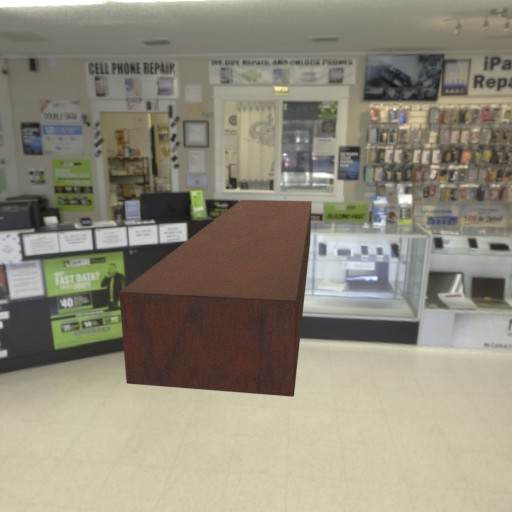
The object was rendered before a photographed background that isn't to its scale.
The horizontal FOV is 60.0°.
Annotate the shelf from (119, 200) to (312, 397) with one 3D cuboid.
[{"bbox_3d":[0.000,0.000,0.672,0.152,0.088,0.607,2,15,8],"label":"shelf"}]
